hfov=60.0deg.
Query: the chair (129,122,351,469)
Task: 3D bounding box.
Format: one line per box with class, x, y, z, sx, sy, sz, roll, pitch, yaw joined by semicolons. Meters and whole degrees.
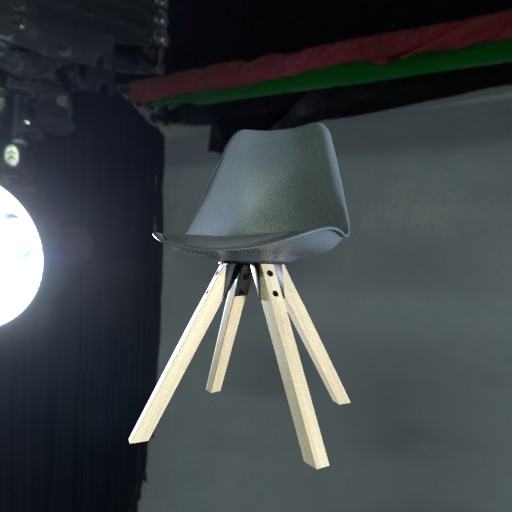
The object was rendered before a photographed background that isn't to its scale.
chair;0.000;0.000;1.179;0.485;0.850;0.550;-1;-2;18
